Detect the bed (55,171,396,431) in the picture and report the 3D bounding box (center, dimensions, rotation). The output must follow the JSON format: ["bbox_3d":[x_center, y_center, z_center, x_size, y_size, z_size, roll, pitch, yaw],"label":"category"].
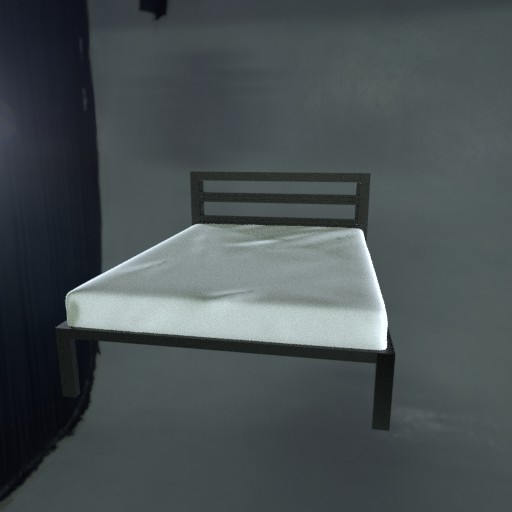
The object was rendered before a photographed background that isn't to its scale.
[{"bbox_3d":[0.000,0.000,2.883,1.524,0.967,2.062,2,14,10],"label":"bed"}]
